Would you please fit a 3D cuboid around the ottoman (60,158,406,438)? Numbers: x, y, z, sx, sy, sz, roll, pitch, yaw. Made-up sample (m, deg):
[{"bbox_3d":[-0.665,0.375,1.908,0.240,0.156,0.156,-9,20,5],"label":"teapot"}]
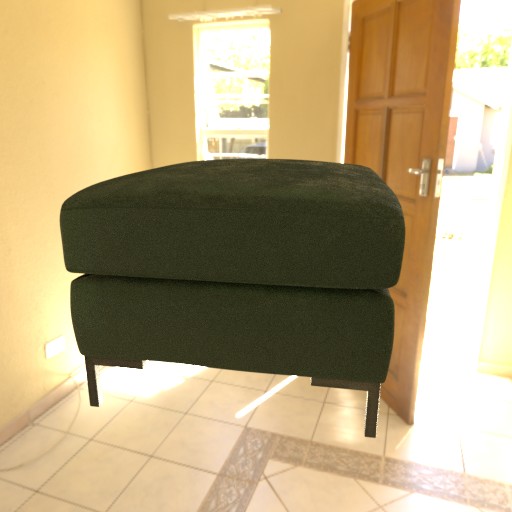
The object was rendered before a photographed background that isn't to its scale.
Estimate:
[{"bbox_3d":[0.000,0.000,1.290,0.701,0.538,0.839,3,16,9],"label":"ottoman"}]
